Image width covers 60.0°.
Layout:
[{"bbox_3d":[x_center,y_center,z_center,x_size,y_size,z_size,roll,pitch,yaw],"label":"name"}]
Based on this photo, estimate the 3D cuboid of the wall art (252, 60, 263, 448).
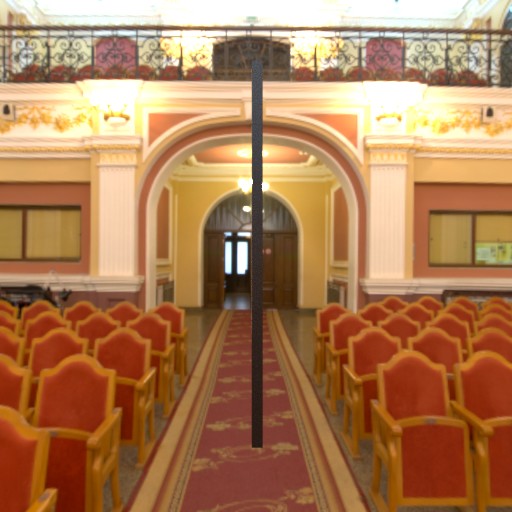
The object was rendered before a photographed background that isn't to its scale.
[{"bbox_3d":[0.000,0.000,1.235,0.019,0.660,0.957,0,-1,0],"label":"wall art"}]
